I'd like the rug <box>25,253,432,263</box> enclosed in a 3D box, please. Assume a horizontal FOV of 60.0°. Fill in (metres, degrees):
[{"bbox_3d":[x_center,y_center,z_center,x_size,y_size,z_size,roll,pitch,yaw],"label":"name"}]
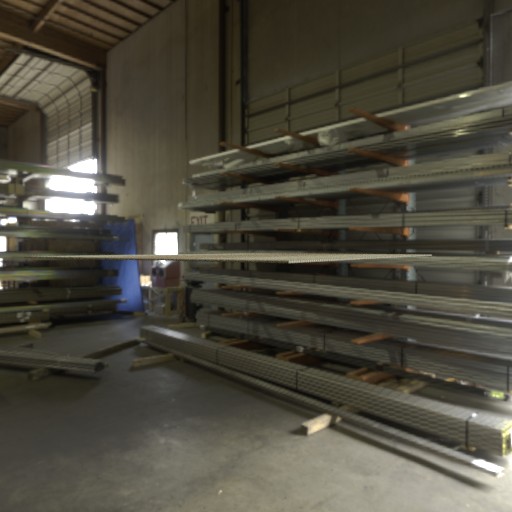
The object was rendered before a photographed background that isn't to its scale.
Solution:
[{"bbox_3d":[0.000,0.000,4.117,2.438,0.013,3.048,1,1,34],"label":"rug"}]
